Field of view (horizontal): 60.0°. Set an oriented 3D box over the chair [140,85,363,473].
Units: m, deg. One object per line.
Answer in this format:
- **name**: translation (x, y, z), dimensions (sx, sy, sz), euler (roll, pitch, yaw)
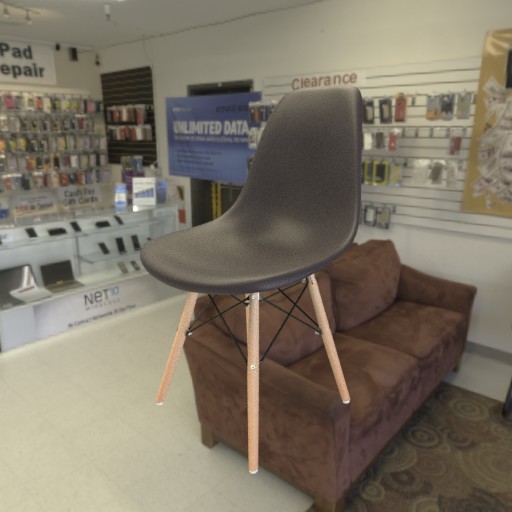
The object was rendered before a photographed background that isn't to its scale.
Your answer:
- **chair**: translation (0.000, 0.000, 1.108), dimensions (0.470, 0.825, 0.533), euler (15, 22, 42)
